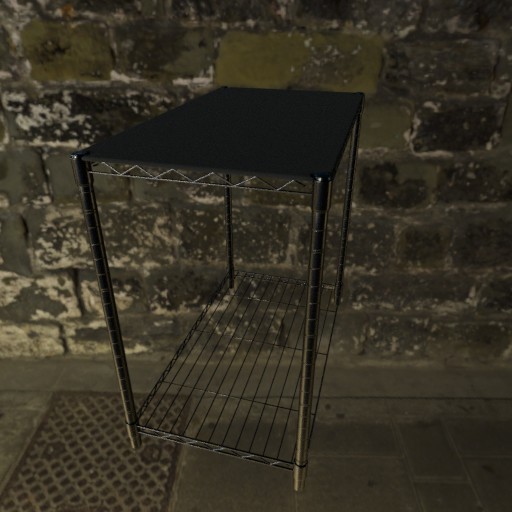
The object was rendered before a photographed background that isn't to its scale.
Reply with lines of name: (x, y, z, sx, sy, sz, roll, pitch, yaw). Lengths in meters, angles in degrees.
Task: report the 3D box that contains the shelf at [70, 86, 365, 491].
shelf: (0.000, 0.000, 0.907, 0.338, 0.564, 0.589, 8, 30, 14)
